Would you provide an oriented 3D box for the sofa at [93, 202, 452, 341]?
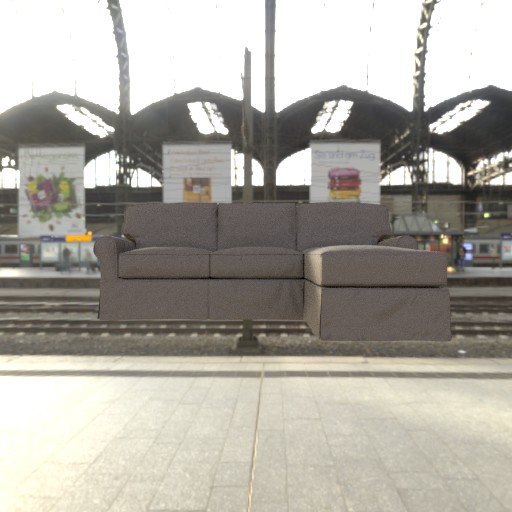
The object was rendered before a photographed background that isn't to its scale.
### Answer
[{"bbox_3d":[0.000,0.000,3.358,2.475,0.978,1.733,0,0,0],"label":"sofa"}]
